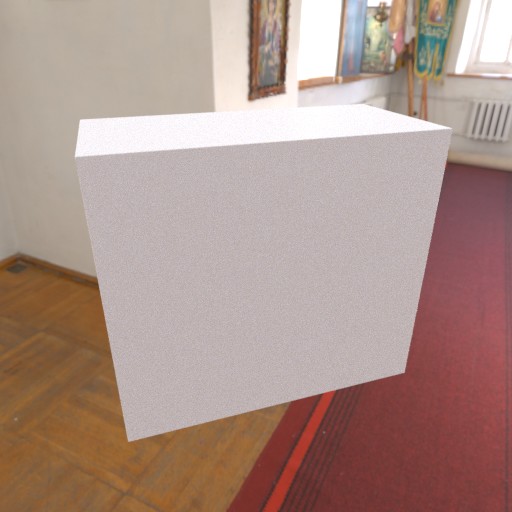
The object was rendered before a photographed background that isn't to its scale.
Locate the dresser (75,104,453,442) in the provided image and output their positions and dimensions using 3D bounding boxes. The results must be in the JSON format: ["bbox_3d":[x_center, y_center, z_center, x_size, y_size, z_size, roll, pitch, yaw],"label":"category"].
[{"bbox_3d":[0.000,0.000,1.265,0.830,0.740,0.420,-8,28,-16],"label":"dresser"}]
